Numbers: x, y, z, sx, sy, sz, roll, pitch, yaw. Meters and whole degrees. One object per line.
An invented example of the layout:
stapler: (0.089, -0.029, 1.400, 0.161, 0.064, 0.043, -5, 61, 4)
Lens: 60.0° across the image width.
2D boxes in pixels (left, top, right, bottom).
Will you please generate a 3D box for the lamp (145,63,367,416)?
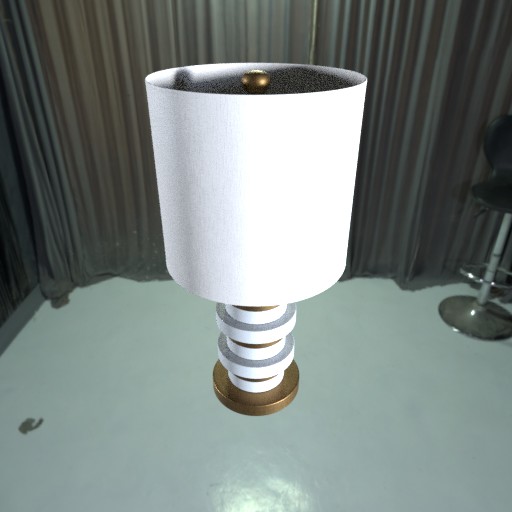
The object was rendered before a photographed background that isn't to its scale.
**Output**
lamp: (0.000, 0.000, 0.527, 0.210, 0.410, 0.210, -1, 30, -2)
